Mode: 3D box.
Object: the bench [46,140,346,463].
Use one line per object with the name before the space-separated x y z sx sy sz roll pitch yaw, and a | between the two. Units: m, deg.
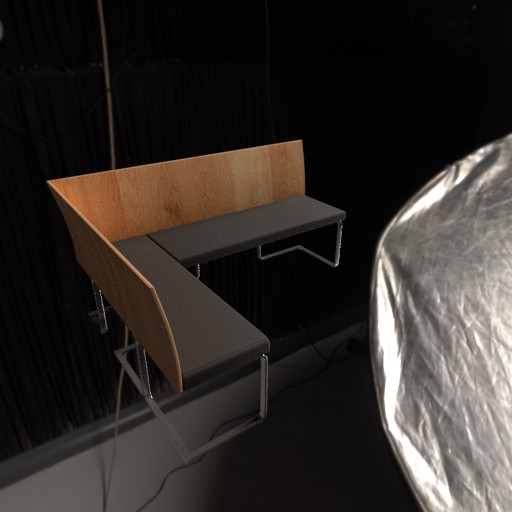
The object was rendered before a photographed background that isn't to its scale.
bench | 0.000 0.000 2.753 1.945 0.930 1.495 -18 32 -31
